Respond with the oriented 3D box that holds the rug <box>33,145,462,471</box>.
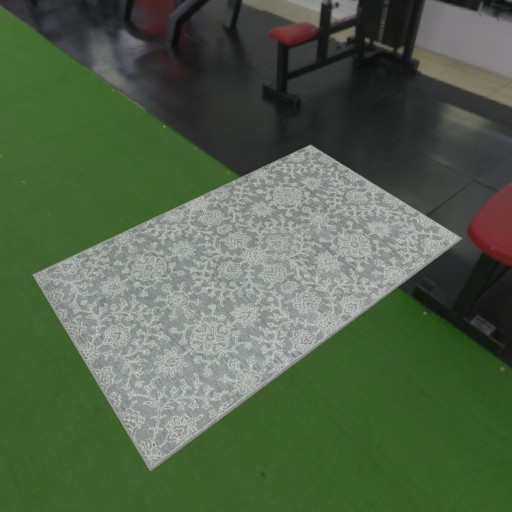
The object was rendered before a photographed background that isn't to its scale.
[{"bbox_3d":[0.000,0.000,2.937,2.430,0.010,1.515,-30,53,-26],"label":"rug"}]
